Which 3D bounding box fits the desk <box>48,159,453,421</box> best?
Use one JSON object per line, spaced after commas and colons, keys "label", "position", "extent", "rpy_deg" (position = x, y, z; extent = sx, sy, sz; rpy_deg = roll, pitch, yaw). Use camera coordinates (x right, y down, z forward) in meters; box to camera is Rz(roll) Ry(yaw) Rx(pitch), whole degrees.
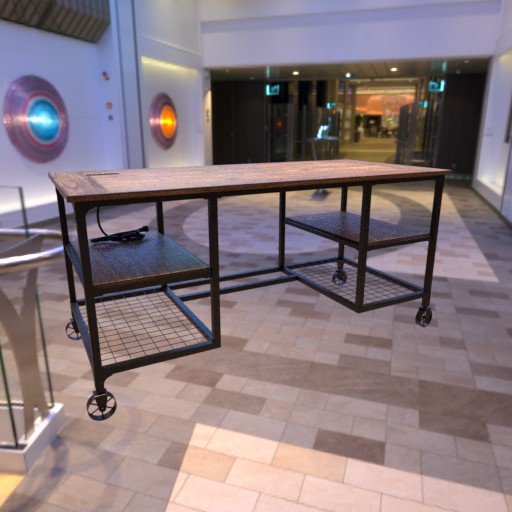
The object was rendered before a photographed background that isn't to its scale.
{"label": "desk", "position": [0.000, 0.000, 1.981], "extent": [1.590, 0.751, 0.711], "rpy_deg": [-9, 19, -27]}
